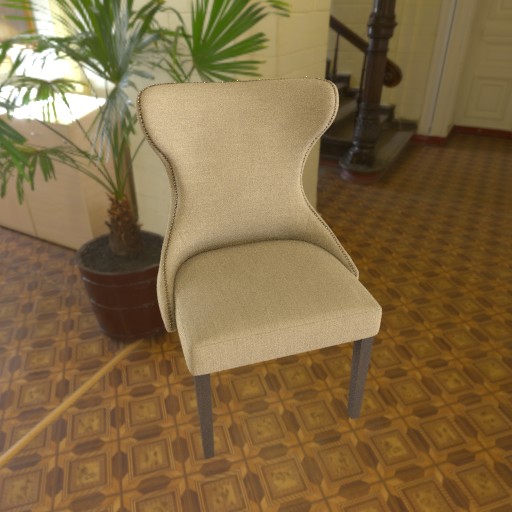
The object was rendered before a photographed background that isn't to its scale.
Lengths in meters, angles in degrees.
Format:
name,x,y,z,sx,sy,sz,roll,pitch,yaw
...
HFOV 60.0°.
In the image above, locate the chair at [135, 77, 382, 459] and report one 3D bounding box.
name,x,y,z,sx,sy,sz,roll,pitch,yaw
chair,0.000,0.000,1.383,0.628,0.967,0.635,-9,32,-15
